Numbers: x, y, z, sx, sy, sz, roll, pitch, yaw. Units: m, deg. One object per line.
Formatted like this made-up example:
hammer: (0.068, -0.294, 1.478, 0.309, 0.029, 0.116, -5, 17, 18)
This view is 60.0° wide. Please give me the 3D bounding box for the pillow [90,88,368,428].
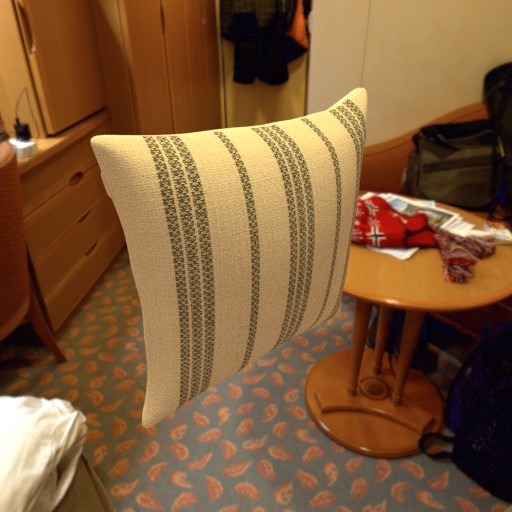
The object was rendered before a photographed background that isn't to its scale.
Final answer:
pillow: (0.000, 0.000, 0.623, 0.405, 0.406, 0.173, -23, 37, -33)
